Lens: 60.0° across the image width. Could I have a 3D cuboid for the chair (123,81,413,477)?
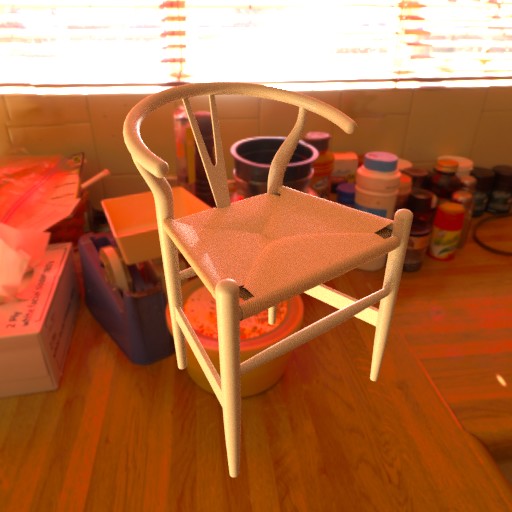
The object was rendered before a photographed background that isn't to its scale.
[{"bbox_3d":[0.000,0.000,1.080,0.533,0.736,0.500,-21,36,-31],"label":"chair"}]
